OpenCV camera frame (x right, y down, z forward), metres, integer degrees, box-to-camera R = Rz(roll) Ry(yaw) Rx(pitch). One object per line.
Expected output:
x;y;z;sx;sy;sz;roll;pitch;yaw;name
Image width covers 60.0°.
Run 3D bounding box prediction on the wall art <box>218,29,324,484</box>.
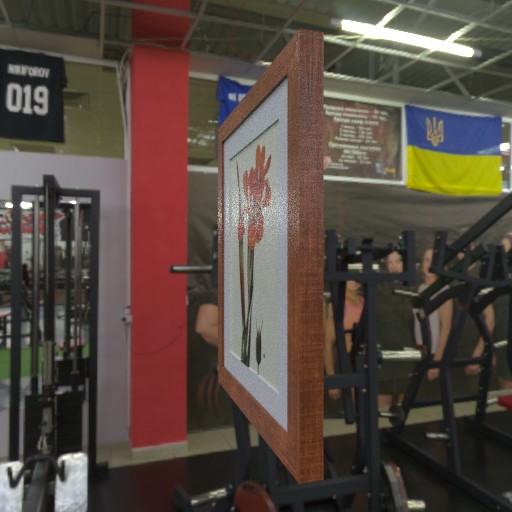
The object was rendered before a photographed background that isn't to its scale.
0.000;0.000;0.779;0.033;0.567;0.467;0;0;-17;wall art
